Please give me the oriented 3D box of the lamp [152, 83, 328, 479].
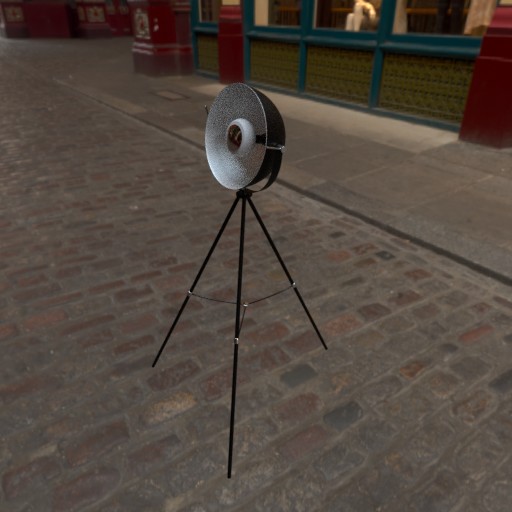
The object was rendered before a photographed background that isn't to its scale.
[{"bbox_3d":[0.000,0.000,2.031,0.920,1.512,0.817,-21,37,-32],"label":"lamp"}]
